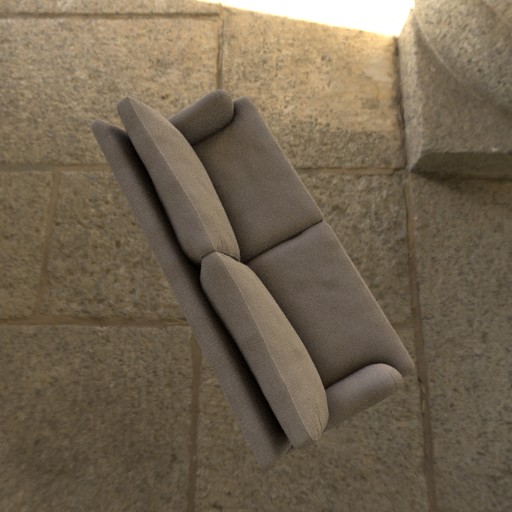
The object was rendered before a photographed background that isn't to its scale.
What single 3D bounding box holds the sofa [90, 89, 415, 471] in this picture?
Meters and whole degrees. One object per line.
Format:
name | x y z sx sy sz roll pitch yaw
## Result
sofa | 0.000 0.000 2.812 1.069 1.096 2.193 -28 76 -7
